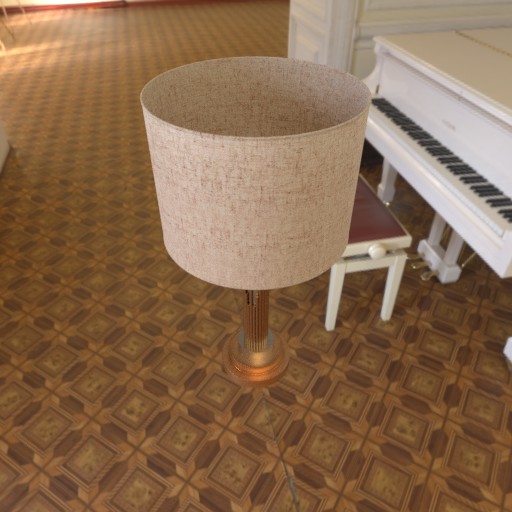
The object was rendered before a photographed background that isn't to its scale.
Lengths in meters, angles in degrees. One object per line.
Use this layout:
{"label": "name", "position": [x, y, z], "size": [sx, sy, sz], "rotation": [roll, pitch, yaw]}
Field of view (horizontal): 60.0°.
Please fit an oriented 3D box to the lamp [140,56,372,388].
{"label": "lamp", "position": [0.000, 0.000, 0.820], "size": [0.321, 0.610, 0.321], "rotation": [0, 39, -1]}
